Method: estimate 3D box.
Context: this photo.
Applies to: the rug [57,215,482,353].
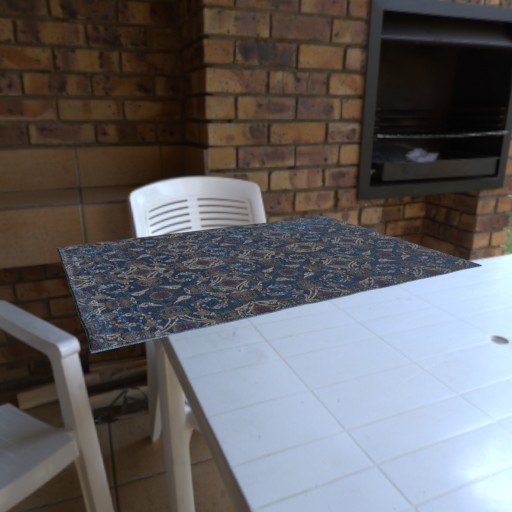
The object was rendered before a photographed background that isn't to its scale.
[{"bbox_3d":[0.000,0.000,2.800,2.207,0.014,1.567,-9,19,-26],"label":"rug"}]
